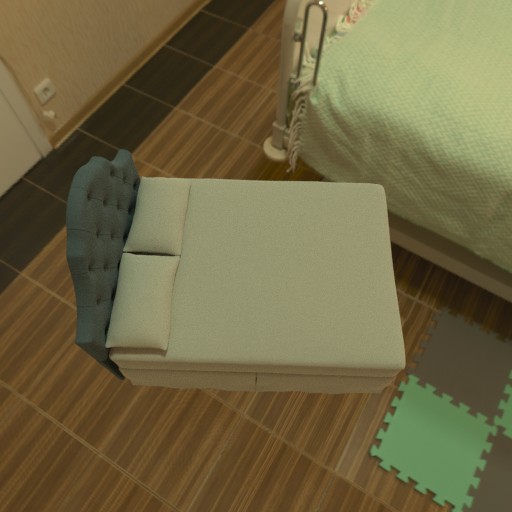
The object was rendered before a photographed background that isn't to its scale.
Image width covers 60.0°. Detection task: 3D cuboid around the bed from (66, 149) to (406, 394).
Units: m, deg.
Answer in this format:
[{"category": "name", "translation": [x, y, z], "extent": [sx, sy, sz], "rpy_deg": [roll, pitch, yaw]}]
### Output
[{"category": "bed", "translation": [0.000, 0.000, 3.238], "extent": [2.155, 1.575, 1.636], "rpy_deg": [2, 62, 1]}]
